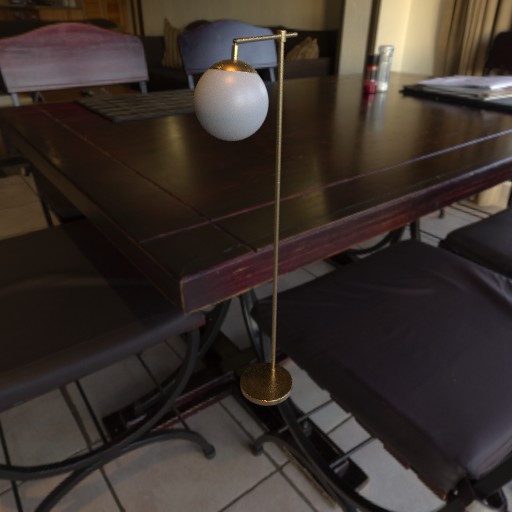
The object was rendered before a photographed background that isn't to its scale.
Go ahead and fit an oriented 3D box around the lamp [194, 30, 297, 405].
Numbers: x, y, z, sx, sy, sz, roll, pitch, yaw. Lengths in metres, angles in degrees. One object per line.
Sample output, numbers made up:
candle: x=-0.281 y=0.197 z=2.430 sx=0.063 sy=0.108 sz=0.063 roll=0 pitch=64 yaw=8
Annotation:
lamp: x=0.000 y=0.000 z=1.672 sx=0.249 sy=1.505 sz=0.476 roll=18 pitch=35 yaw=29
